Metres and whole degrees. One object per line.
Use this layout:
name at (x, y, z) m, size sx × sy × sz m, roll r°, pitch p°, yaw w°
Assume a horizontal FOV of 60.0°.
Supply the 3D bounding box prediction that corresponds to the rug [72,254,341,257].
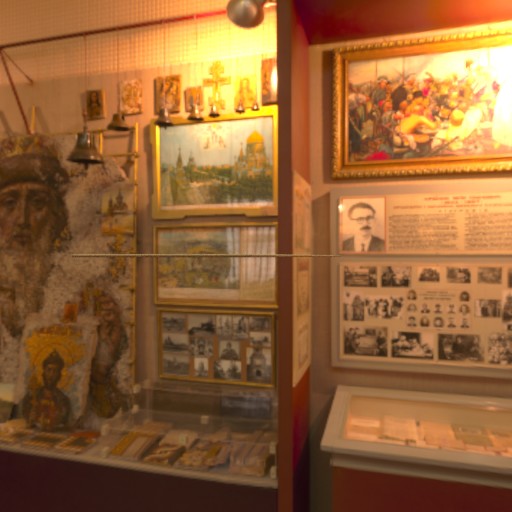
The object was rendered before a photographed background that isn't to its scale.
rug at (0.000, 0.000, 2.808) m, size 0.769 × 0.012 × 2.448 m, roll 0°, pitch 0°, yaw 18°
